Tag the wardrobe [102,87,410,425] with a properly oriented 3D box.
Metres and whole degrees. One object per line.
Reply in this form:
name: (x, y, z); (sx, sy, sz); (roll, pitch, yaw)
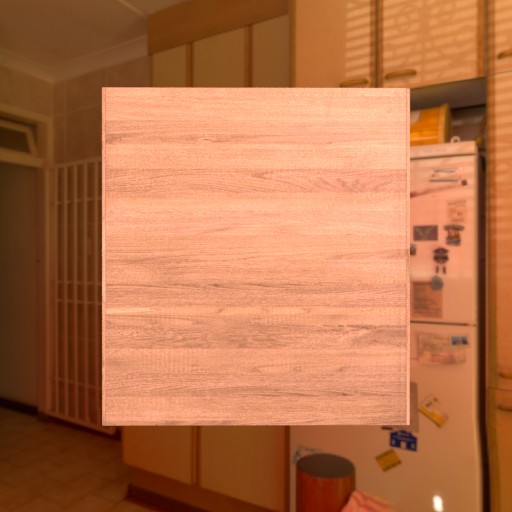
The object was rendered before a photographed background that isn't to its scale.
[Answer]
wardrobe: (0.000, 0.000, 2.878); (1.780, 1.960, 0.629); (0, 0, 0)
